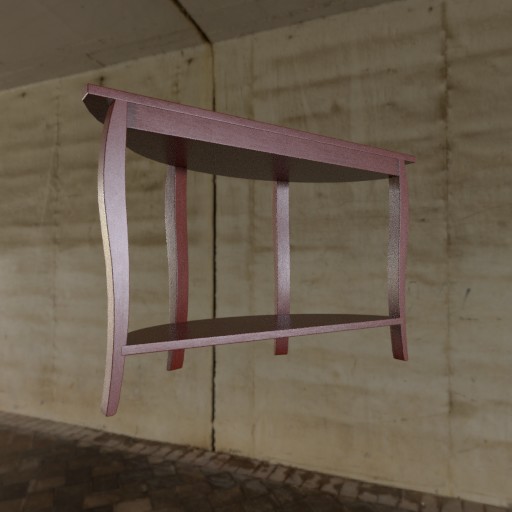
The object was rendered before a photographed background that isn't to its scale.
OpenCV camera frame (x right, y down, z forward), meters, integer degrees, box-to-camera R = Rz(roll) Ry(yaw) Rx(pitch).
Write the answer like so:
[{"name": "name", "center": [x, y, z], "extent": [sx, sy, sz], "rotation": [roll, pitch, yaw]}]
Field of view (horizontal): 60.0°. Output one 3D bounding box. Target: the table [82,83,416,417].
[{"name": "table", "center": [0.000, 0.000, 1.529], "extent": [1.219, 0.779, 0.405], "rotation": [1, -2, -34]}]
